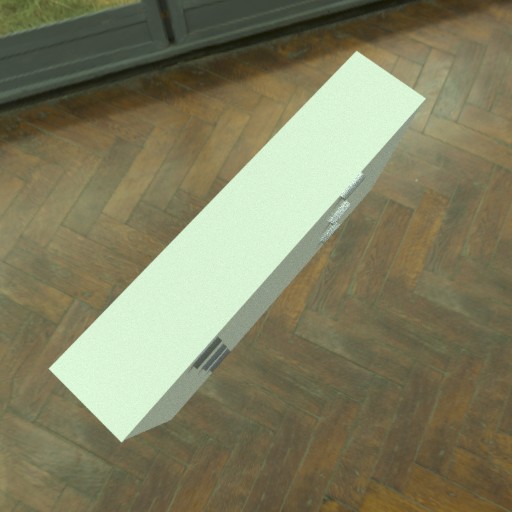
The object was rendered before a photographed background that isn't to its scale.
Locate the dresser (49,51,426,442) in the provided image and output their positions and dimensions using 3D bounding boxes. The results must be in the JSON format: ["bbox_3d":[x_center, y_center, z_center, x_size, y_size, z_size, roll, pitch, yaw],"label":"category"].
[{"bbox_3d":[0.000,0.000,1.856,0.333,0.790,1.535,40,78,10],"label":"dresser"}]
